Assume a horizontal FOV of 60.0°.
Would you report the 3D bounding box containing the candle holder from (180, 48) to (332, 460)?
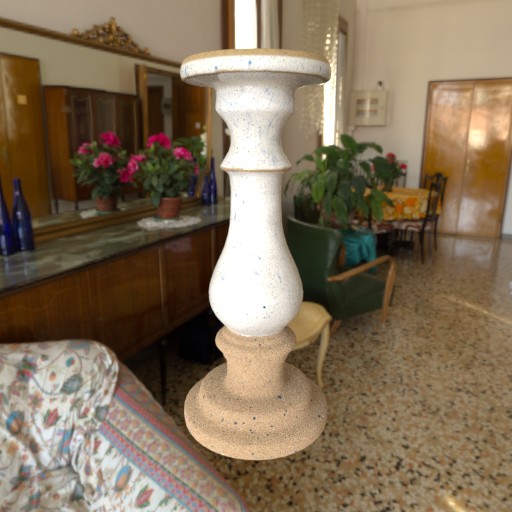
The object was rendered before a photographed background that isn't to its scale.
[{"bbox_3d":[0.000,0.000,0.250,0.088,0.203,0.088,0,15,0],"label":"candle holder"}]
